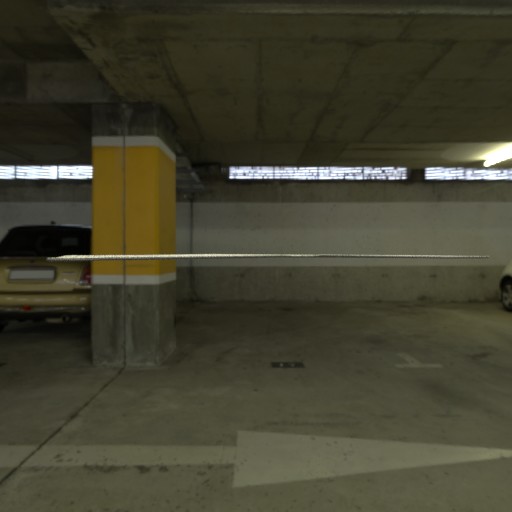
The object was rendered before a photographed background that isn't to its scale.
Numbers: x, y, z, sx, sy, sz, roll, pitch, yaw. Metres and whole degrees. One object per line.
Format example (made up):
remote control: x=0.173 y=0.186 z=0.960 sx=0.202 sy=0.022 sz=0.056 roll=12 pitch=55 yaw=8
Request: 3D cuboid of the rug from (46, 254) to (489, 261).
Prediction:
rug: x=0.000 y=0.000 z=2.214 sx=1.789 sy=0.021 sz=1.159 roll=0 pitch=0 yaw=-18
